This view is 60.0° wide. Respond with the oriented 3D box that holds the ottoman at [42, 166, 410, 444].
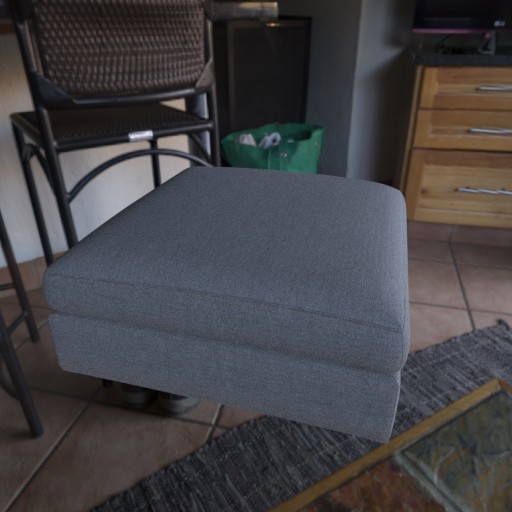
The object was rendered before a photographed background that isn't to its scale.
[{"bbox_3d":[0.000,0.000,1.619,1.041,0.470,1.041,8,28,14],"label":"ottoman"}]
